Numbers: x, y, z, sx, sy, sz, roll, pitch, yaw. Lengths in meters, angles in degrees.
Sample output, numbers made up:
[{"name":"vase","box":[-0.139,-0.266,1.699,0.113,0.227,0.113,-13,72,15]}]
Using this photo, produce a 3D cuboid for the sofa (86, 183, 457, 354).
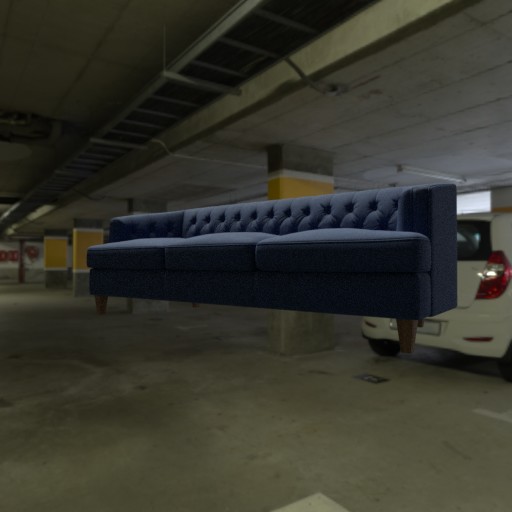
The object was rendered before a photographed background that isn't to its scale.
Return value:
[{"name":"sofa","box":[0.000,0.000,2.682,2.235,0.787,0.914,-1,-1,38]}]
